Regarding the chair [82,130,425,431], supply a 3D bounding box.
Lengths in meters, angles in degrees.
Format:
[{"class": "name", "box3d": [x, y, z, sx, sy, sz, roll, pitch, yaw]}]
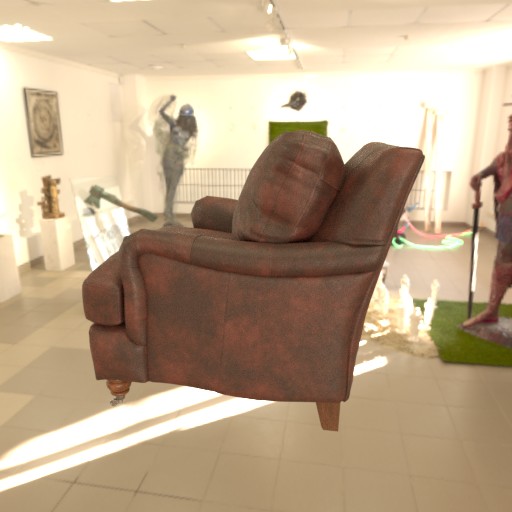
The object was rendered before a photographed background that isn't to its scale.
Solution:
[{"class": "chair", "box3d": [0.000, 0.000, 1.917, 1.156, 1.051, 0.987, 2, 16, 9]}]
